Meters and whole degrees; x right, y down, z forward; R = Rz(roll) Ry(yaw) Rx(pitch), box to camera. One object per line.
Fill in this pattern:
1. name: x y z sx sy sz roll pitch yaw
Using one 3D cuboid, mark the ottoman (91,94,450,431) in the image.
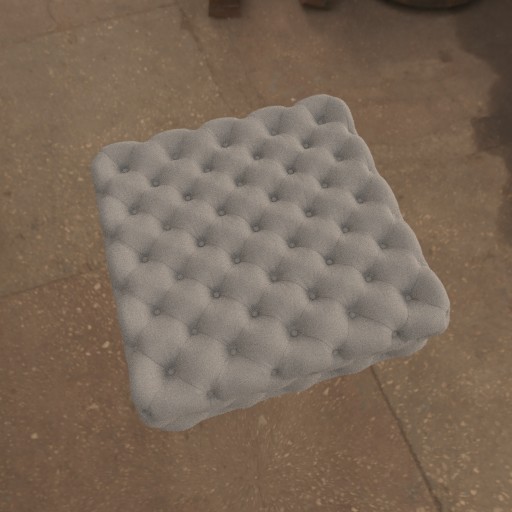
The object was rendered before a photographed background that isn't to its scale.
1. ottoman: 0.000 0.000 1.480 0.911 0.439 0.917 -16 65 -8
